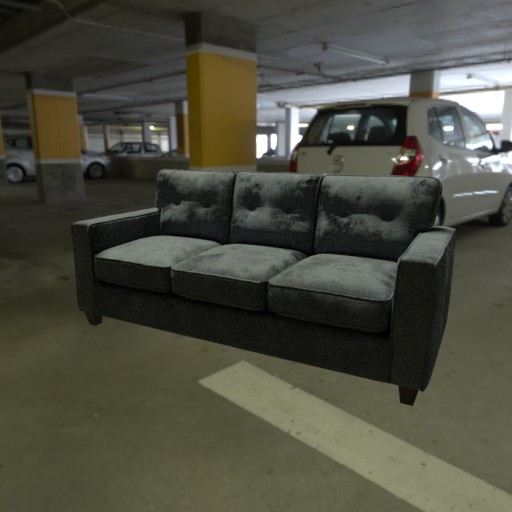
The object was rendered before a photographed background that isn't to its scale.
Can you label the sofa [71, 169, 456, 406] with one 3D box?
[{"bbox_3d":[0.000,0.000,2.658,2.133,0.965,0.939,7,15,27],"label":"sofa"}]
